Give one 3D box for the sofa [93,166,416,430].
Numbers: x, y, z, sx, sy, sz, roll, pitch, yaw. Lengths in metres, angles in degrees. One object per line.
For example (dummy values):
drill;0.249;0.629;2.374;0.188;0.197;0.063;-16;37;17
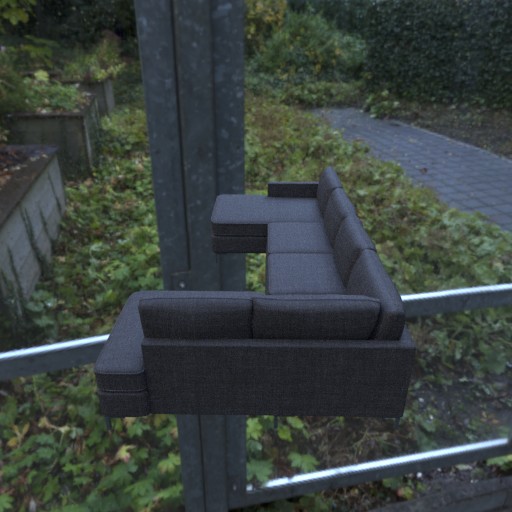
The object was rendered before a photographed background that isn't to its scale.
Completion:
sofa;0.000;0.000;4.338;2.048;0.999;3.423;0;27;1
